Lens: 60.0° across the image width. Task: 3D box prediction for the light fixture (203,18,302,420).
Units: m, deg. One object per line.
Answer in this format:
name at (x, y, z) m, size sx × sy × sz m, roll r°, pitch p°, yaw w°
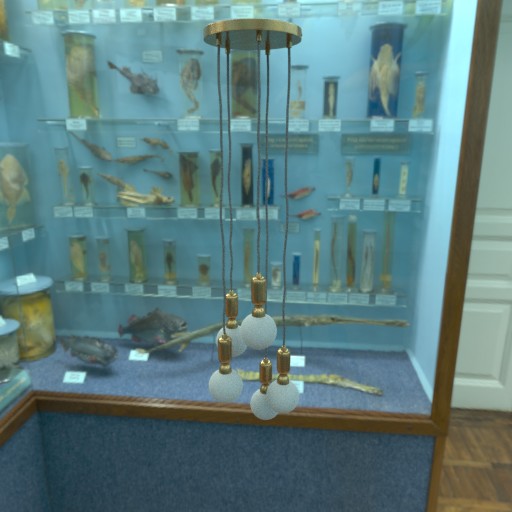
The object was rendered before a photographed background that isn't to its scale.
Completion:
light fixture at (0.000, 0.000, 0.493) m, size 0.105 × 0.457 × 0.108 m, roll 2°, pitch 15°, yaw 8°
